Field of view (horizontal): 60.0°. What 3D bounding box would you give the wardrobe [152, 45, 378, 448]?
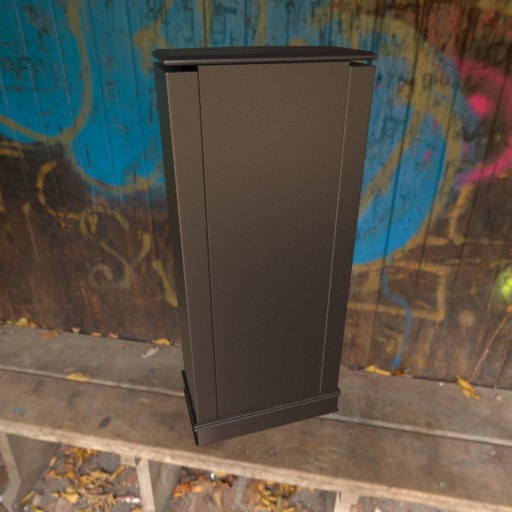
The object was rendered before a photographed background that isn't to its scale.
[{"bbox_3d":[0.000,0.000,1.192,0.444,1.011,0.295,-8,30,-15],"label":"wardrobe"}]
